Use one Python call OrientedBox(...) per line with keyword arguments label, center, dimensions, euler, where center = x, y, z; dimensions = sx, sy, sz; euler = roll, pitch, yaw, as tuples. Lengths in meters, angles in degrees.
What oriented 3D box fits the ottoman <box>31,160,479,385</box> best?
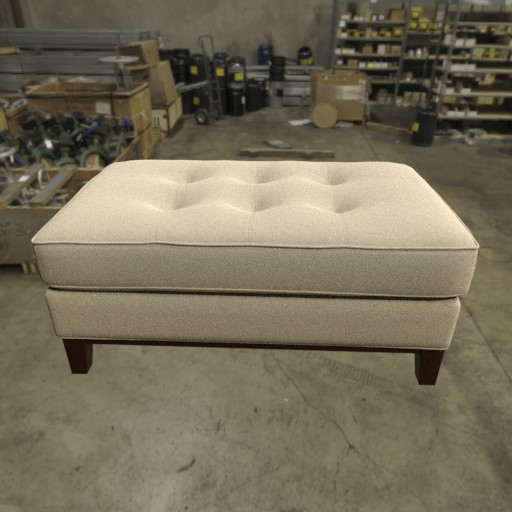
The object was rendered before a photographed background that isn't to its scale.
OrientedBox(label="ottoman", center=(0.000, 0.000, 1.458), dimensions=(1.143, 0.508, 0.648), euler=(1, 30, 2))
